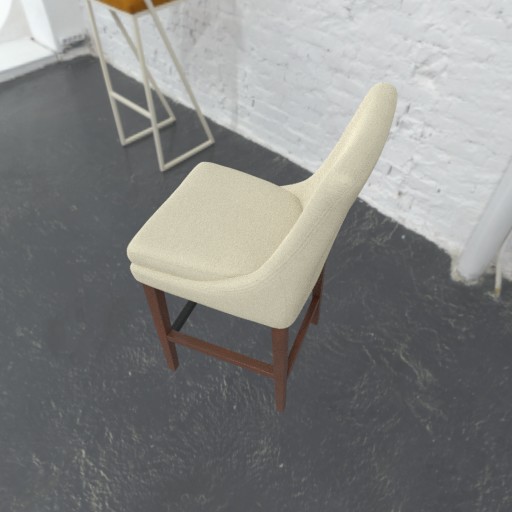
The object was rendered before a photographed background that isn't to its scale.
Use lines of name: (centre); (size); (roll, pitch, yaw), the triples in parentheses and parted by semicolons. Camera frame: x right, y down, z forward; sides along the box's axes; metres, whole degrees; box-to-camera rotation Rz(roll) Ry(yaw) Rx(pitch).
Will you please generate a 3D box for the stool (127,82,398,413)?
stool: (0.000, 0.000, 1.314); (0.577, 0.981, 0.470); (17, 49, 15)
